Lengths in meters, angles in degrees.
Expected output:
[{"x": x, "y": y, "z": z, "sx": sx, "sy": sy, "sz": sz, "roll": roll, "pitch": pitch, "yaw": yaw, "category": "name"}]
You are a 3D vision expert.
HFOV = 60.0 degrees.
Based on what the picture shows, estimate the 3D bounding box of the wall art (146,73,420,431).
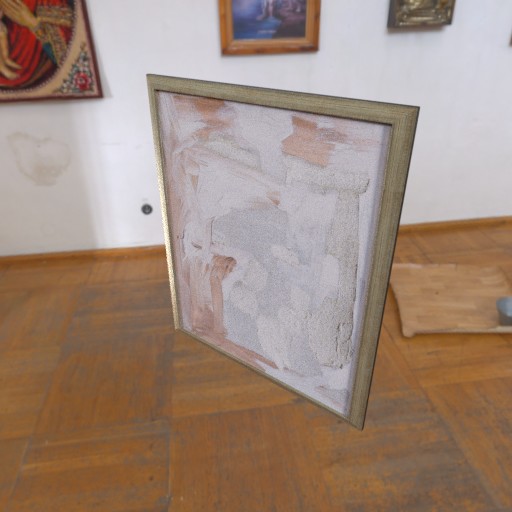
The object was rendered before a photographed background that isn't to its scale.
[{"x": 0.000, "y": 0.000, "z": 0.918, "sx": 0.559, "sy": 0.660, "sz": 0.018, "roll": 20, "pitch": 35, "yaw": 32, "category": "wall art"}]
